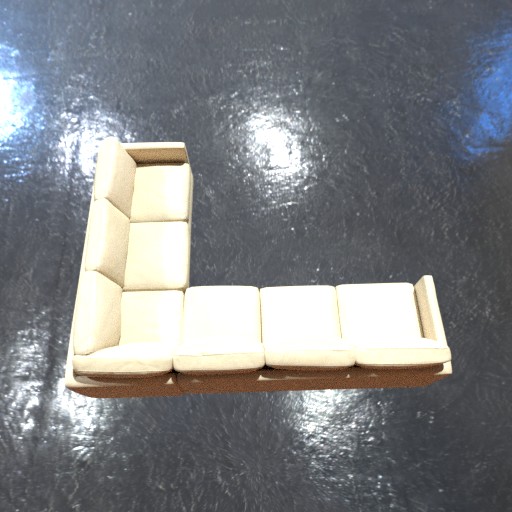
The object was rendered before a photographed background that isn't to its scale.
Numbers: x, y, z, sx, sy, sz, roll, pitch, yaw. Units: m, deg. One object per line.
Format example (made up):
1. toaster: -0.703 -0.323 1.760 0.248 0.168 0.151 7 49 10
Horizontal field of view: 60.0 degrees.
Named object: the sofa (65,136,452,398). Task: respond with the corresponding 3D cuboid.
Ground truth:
1. sofa: 0.000 0.000 4.457 3.302 0.947 2.593 -2 65 -1
